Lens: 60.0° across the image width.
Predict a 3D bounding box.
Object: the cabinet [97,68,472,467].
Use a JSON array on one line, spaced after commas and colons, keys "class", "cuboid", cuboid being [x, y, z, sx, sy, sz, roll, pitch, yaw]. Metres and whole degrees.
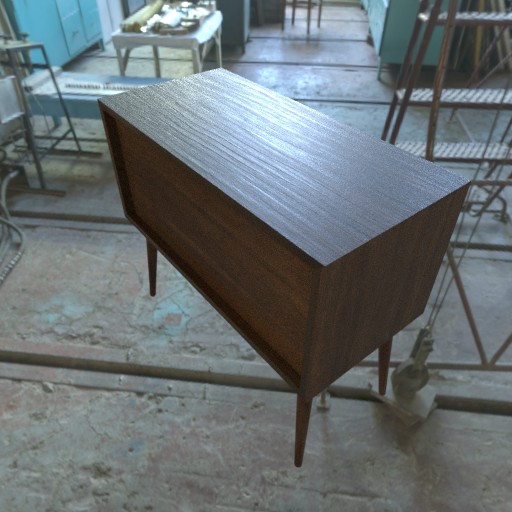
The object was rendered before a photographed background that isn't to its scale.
[{"class": "cabinet", "cuboid": [0.000, 0.000, 1.107, 0.354, 0.654, 0.743, -27, 48, -28]}]
